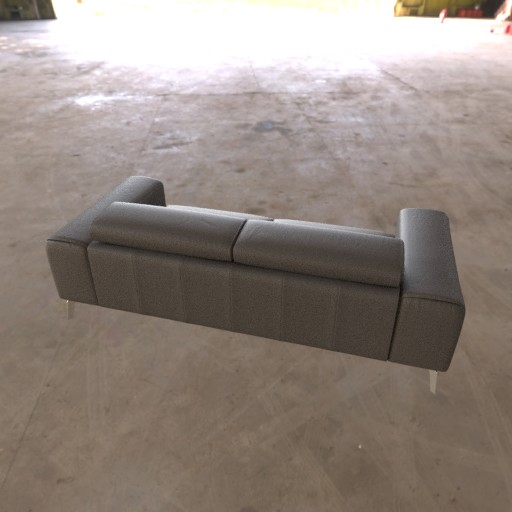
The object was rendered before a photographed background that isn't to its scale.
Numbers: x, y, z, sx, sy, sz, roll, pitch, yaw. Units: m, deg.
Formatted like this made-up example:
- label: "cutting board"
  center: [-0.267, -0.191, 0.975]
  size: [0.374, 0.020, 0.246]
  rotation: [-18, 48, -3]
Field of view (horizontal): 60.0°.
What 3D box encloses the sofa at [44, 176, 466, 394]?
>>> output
- label: "sofa"
  center: [0.000, 0.000, 2.823]
  size: [2.321, 0.759, 1.023]
  rotation: [9, 34, 13]
